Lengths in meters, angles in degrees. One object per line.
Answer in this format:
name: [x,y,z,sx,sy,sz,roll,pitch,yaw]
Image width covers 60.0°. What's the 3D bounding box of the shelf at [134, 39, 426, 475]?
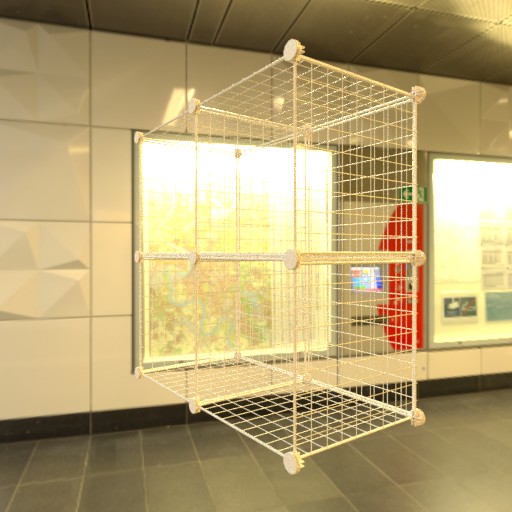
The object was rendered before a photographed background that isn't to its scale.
shelf: [0.000,0.000,1.105,0.356,0.711,0.711,0,0,-36]
